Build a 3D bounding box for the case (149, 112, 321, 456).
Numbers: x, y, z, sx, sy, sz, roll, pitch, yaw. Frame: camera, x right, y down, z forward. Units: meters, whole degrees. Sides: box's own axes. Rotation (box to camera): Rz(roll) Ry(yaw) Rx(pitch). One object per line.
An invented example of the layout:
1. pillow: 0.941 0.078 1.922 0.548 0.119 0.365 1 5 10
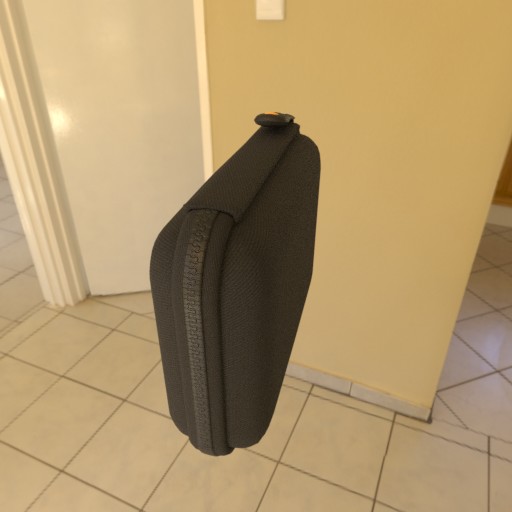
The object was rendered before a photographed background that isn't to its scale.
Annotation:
1. case: 0.000 0.000 0.182 0.038 0.105 0.132 8 32 13
